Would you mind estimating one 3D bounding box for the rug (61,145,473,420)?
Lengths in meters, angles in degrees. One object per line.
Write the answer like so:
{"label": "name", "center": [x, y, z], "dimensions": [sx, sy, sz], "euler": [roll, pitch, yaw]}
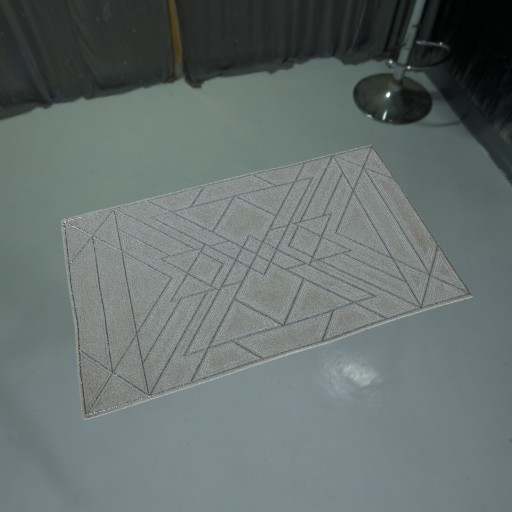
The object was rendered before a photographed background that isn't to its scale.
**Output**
{"label": "rug", "center": [0.000, 0.000, 1.058], "dimensions": [0.869, 0.008, 0.511], "euler": [-15, 59, -10]}
